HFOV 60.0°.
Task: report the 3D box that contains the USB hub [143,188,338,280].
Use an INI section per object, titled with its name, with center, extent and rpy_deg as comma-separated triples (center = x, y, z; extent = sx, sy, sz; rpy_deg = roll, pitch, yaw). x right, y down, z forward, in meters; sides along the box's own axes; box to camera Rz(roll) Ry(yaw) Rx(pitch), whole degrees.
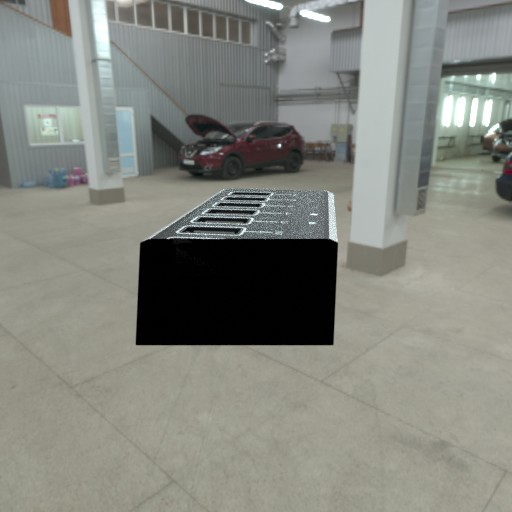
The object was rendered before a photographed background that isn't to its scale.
[USB hub]
center = 0.000, 0.000, 0.127
extent = 0.044, 0.023, 0.110
rpy_deg = 3, 17, 8
